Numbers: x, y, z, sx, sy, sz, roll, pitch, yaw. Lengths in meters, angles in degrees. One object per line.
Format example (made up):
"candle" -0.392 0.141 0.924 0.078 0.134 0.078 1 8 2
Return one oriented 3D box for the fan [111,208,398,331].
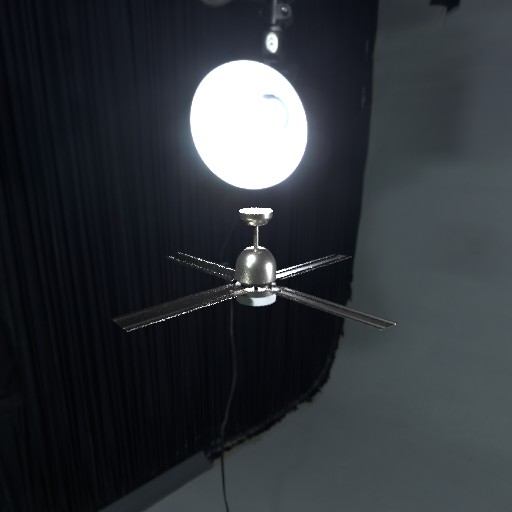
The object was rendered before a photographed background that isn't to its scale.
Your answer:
"fan" 0.000 0.000 1.977 1.346 0.406 1.346 14 21 42
